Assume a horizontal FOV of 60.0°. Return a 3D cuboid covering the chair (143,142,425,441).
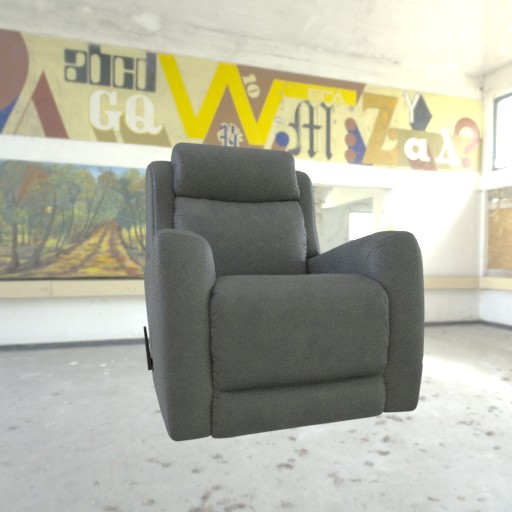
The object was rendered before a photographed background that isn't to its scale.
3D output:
[{"bbox_3d":[0.000,0.000,1.903,0.967,1.116,1.068,0,0,-18],"label":"chair"}]
